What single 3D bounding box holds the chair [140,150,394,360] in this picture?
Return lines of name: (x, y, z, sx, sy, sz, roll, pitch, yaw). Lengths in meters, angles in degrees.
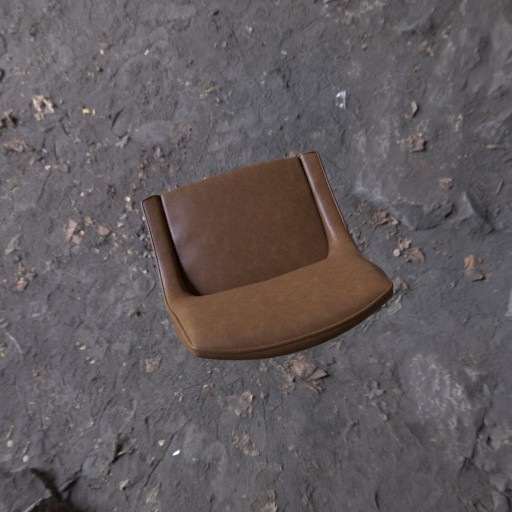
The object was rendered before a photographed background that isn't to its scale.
chair: (0.000, 0.000, 1.191, 0.529, 0.861, 0.544, -17, 77, -4)
